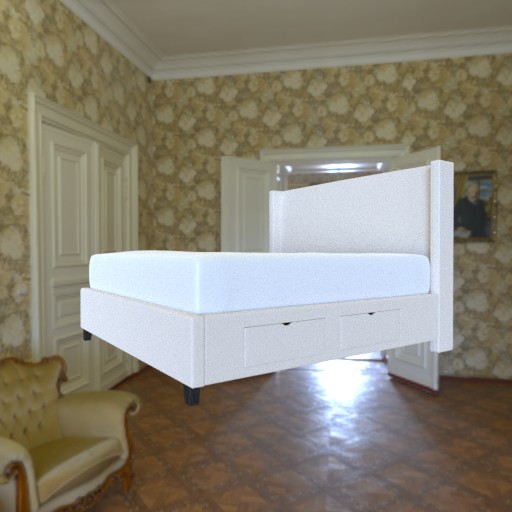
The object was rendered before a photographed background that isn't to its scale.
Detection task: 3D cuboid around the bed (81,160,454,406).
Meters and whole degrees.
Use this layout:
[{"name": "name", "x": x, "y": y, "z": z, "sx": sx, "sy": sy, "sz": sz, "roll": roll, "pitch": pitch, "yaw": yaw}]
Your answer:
[{"name": "bed", "x": 0.000, "y": 0.000, "z": 3.678, "sx": 2.293, "sy": 1.471, "sz": 2.145, "roll": 0, "pitch": 1, "yaw": -35}]
